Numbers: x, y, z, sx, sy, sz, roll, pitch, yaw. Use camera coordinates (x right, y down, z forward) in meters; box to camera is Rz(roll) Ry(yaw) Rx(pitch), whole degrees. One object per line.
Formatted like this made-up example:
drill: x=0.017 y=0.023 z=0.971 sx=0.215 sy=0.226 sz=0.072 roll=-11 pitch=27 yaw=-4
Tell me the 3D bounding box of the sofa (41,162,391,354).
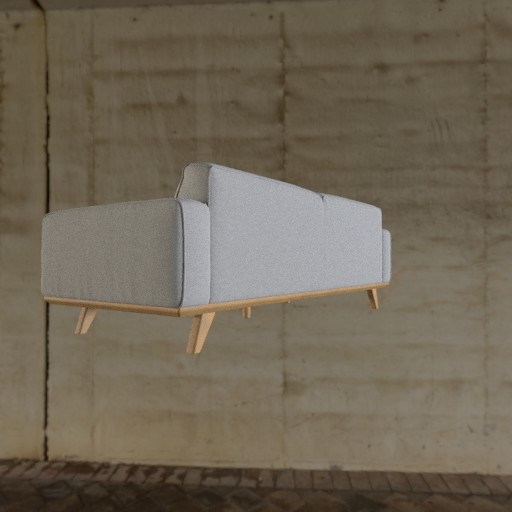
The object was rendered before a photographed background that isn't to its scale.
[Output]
sofa: x=0.000 y=0.000 z=2.762 sx=0.956 sy=0.781 sz=2.270 roll=0 pitch=0 yaw=36
